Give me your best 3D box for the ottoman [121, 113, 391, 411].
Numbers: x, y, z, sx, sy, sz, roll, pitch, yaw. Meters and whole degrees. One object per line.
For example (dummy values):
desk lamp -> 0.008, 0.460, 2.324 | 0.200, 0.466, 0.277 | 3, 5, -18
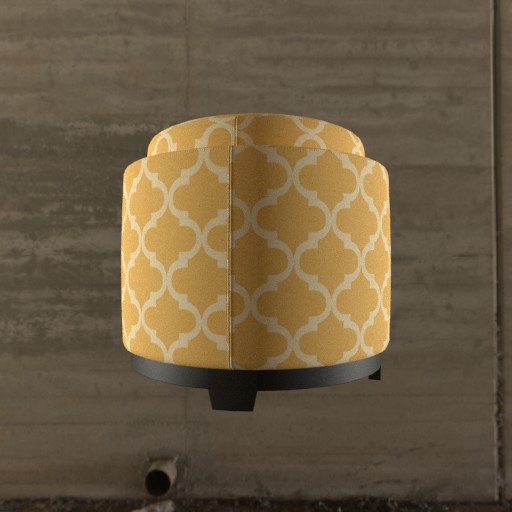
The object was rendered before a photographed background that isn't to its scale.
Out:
ottoman -> 0.000, 0.000, 0.825 | 0.480, 0.429, 0.480 | 0, -1, 0
